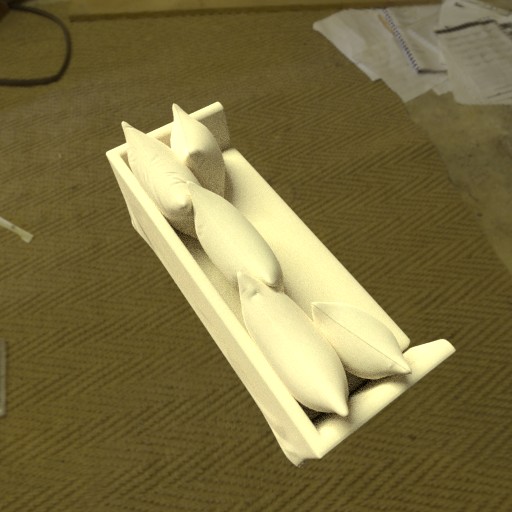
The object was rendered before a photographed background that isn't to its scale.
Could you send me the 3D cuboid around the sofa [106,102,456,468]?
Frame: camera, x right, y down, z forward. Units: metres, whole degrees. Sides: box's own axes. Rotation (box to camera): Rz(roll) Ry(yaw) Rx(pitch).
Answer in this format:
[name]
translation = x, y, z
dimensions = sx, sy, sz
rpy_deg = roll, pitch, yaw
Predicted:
[sofa]
translation = 0.000, 0.000, 3.016
dimensions = 1.030, 1.042, 2.484
rpy_deg = -30, 63, -17
